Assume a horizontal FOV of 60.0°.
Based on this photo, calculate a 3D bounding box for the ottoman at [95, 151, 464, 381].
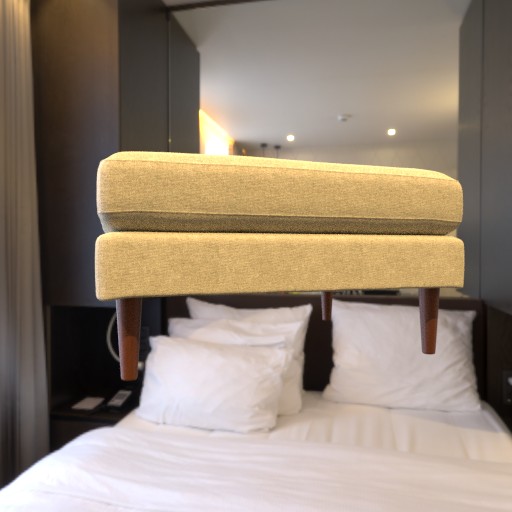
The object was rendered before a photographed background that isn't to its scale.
[{"bbox_3d":[0.000,0.000,1.234,0.821,0.474,0.693,0,1,-18],"label":"ottoman"}]
